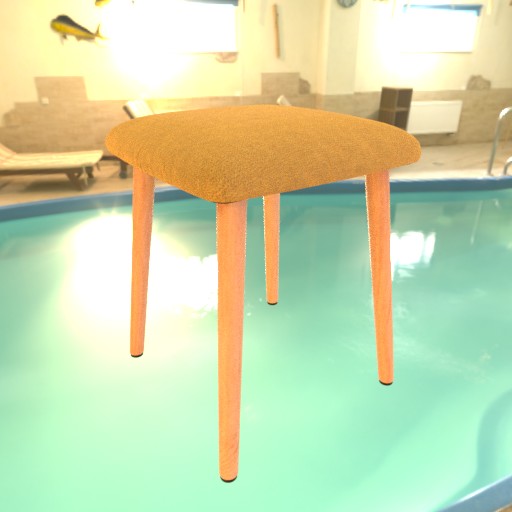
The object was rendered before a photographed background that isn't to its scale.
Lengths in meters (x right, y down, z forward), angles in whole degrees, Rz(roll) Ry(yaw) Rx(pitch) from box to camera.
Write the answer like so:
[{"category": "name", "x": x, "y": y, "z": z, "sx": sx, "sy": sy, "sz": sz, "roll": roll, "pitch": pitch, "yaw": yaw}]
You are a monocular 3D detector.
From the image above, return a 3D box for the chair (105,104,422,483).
[{"category": "chair", "x": 0.000, "y": 0.000, "z": 0.706, "sx": 0.350, "sy": 0.440, "sz": 0.350, "roll": -17, "pitch": 30, "yaw": -32}]
